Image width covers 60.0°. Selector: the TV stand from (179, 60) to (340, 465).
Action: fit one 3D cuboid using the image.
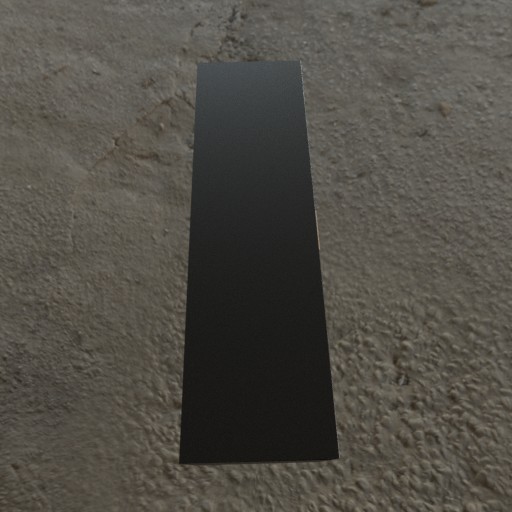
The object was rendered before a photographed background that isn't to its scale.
[{"bbox_3d":[0.000,0.000,1.546,0.390,0.518,1.312,-1,64,-1],"label":"TV stand"}]
